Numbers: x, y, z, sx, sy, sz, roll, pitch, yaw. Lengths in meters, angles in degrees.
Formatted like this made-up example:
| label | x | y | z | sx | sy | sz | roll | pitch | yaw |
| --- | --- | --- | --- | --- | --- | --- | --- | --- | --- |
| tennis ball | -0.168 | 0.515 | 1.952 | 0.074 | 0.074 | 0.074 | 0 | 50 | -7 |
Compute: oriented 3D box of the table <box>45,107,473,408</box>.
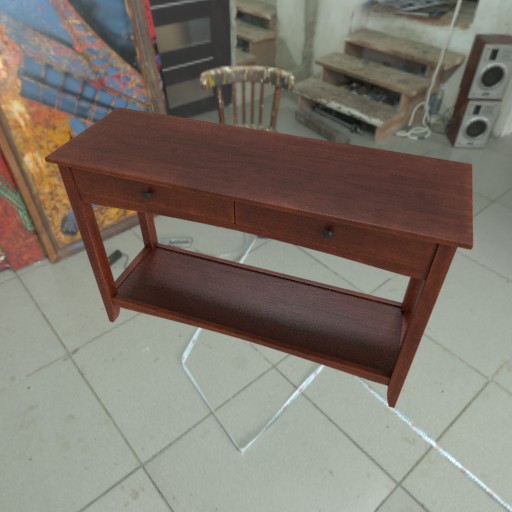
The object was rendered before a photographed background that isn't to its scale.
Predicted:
| label | x | y | z | sx | sy | sz | roll | pitch | yaw |
| --- | --- | --- | --- | --- | --- | --- | --- | --- | --- |
| table | 0.000 | 0.000 | 1.534 | 1.188 | 0.739 | 0.392 | 13 | 43 | 15 |
